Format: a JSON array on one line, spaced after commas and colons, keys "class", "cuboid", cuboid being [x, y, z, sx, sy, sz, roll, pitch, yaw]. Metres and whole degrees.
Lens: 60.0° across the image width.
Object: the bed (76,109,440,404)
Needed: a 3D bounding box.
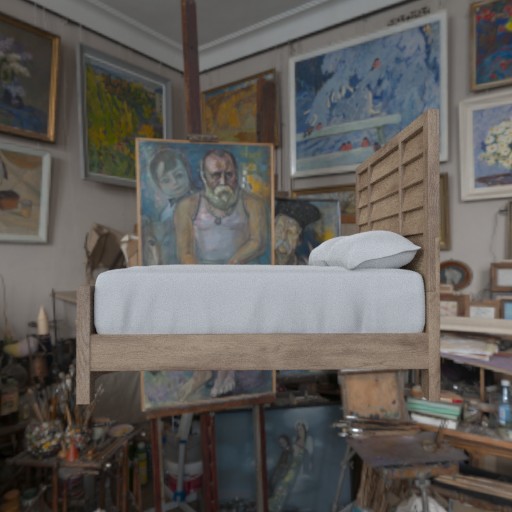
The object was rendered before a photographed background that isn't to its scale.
[{"class": "bed", "cuboid": [0.000, 0.000, 3.250, 2.017, 1.631, 1.615, 0, 0, -2]}]
